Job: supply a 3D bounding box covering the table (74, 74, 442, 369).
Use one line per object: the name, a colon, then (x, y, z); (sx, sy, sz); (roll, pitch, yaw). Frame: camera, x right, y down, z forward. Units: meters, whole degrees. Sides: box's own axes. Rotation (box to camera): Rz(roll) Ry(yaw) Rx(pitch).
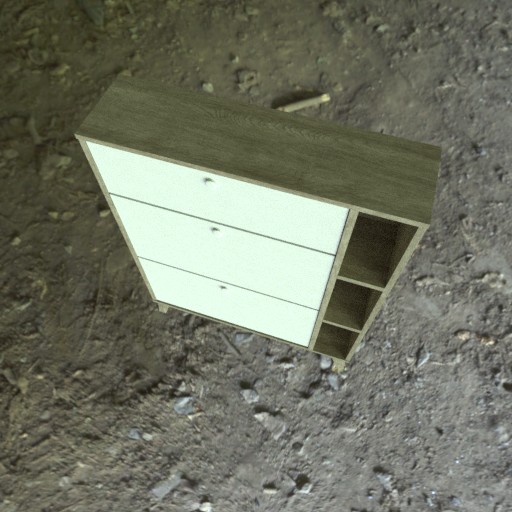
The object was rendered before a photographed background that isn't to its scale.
table: (0.000, 0.000, 1.611); (0.902, 1.135, 0.256); (16, 60, 9)
